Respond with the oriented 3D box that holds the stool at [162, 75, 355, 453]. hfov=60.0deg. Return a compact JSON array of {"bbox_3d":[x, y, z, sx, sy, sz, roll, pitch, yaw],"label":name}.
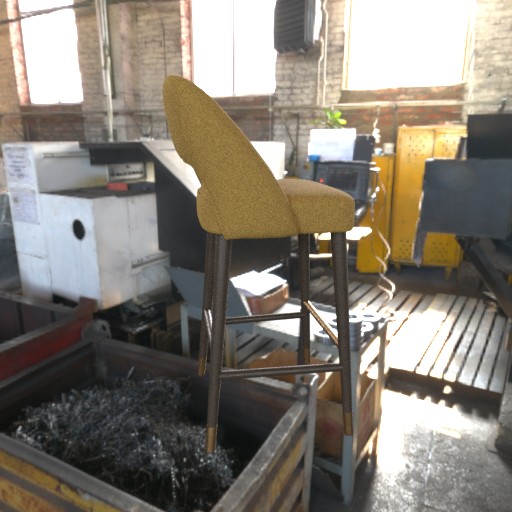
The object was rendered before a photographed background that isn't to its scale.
[{"bbox_3d":[0.000,0.000,1.385,0.522,1.032,0.536,-3,15,-10],"label":"stool"}]
